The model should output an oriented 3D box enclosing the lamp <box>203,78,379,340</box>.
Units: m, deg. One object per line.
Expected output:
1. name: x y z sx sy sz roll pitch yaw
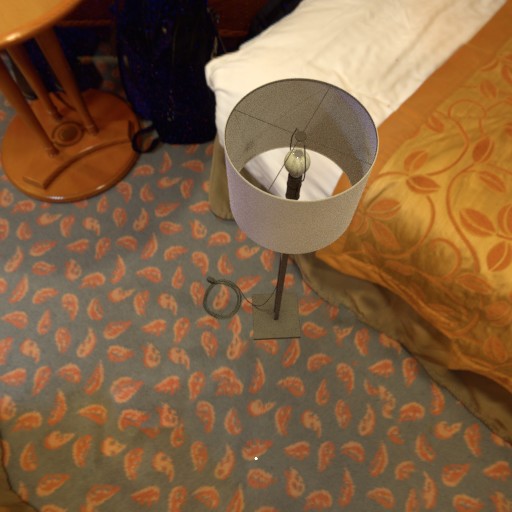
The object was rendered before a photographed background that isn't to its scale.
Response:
1. lamp: 0.000 0.000 1.923 0.639 1.650 0.474 -3 65 -1
